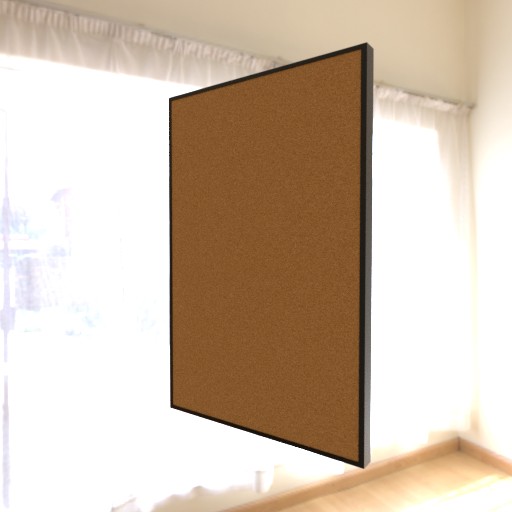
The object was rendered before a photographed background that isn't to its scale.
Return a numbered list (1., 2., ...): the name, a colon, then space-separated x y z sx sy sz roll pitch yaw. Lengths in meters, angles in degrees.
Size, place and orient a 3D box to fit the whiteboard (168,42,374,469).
1. whiteboard: 0.000 0.000 0.762 0.406 0.611 0.026 1 2 36
